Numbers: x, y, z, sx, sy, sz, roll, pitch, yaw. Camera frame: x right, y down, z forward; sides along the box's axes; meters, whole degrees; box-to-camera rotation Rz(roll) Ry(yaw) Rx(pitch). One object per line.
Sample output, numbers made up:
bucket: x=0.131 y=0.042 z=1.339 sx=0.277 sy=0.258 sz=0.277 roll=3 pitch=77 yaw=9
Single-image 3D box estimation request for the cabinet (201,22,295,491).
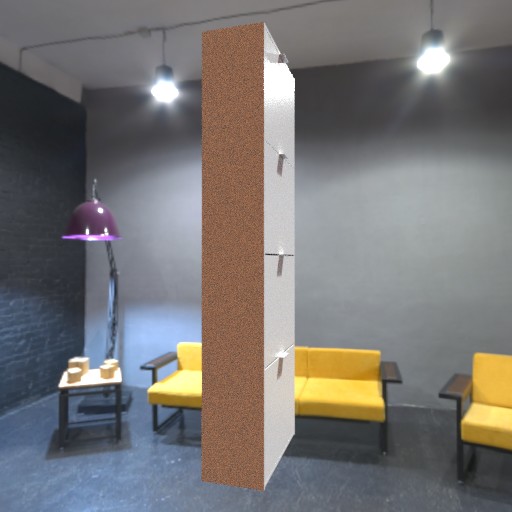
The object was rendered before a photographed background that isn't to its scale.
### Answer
cabinet: x=0.000 y=0.000 z=1.819 sx=0.255 sy=1.630 sz=0.520 roll=0 pitch=-1 yaw=17
